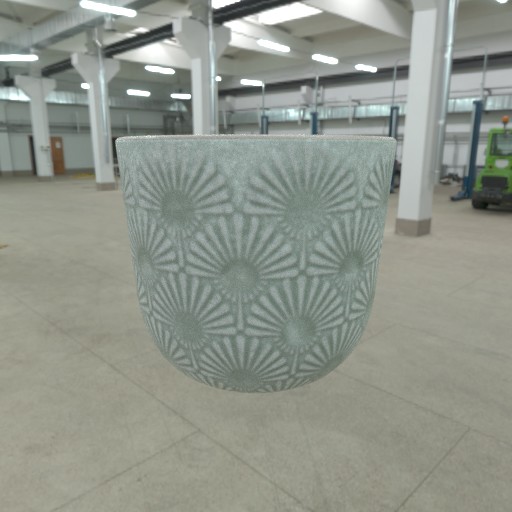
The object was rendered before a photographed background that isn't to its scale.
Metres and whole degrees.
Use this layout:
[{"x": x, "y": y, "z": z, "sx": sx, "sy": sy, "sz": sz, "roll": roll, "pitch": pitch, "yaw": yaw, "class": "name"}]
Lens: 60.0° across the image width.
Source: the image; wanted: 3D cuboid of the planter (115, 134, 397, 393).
[{"x": 0.000, "y": 0.000, "z": 0.297, "sx": 0.170, "sy": 0.152, "sz": 0.170, "roll": 0, "pitch": 14, "yaw": 0, "class": "planter"}]
